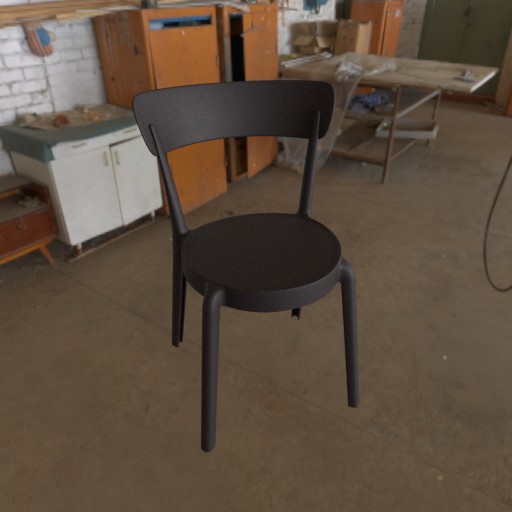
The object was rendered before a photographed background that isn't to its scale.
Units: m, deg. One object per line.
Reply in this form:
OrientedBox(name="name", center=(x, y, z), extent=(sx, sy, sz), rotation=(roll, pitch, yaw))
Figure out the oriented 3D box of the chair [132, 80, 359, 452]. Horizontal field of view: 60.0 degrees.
OrientedBox(name="chair", center=(0.000, 0.000, 1.161), extent=(0.506, 0.790, 0.491), rotation=(-10, 33, -16))
